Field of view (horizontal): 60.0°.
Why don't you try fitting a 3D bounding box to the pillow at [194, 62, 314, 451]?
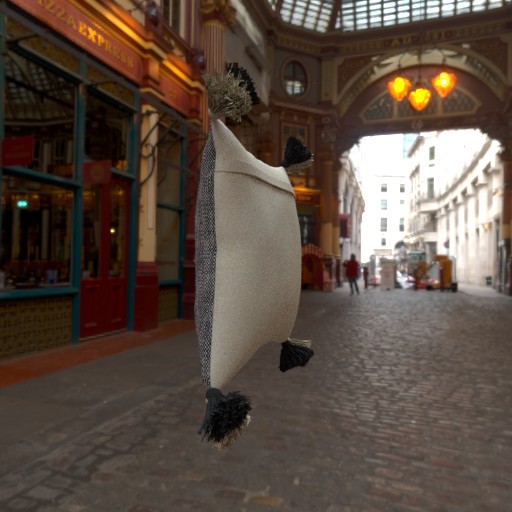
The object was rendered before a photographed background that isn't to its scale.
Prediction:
[{"bbox_3d":[0.000,0.000,0.983,0.170,0.659,0.654,0,-1,19],"label":"pillow"}]
